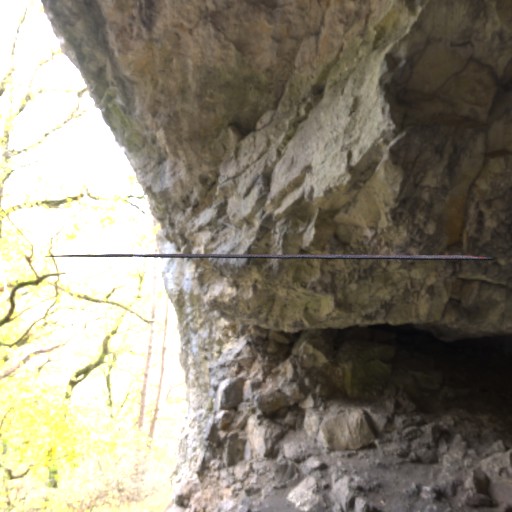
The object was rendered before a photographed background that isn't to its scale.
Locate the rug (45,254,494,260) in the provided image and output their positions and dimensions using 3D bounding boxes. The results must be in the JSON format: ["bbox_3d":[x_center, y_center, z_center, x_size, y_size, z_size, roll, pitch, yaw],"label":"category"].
[{"bbox_3d":[0.000,0.000,2.692,2.459,0.010,0.801,0,1,18],"label":"rug"}]
